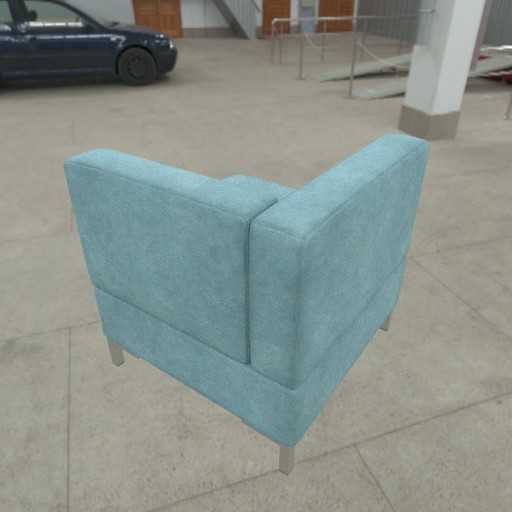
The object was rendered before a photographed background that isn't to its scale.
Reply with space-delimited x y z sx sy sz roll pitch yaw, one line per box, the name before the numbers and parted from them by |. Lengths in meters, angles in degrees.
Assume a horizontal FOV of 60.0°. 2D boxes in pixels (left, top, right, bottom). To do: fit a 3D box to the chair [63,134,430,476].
chair | 0.000 0.000 1.260 0.684 0.660 0.691 20 37 30
